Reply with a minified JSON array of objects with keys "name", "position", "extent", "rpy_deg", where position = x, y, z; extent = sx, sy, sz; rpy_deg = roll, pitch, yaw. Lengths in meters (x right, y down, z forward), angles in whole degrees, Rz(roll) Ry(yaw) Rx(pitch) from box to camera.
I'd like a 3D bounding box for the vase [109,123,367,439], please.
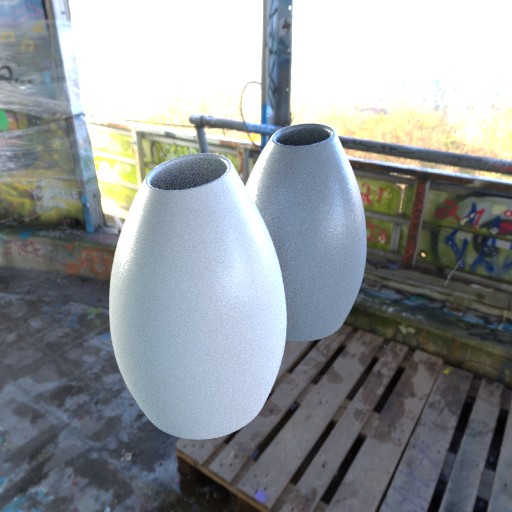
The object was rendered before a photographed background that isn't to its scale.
[{"name":"vase","position":[0.000,0.000,0.258],"extent":[0.089,0.131,0.187],"rpy_deg":[18,32,32]}]
